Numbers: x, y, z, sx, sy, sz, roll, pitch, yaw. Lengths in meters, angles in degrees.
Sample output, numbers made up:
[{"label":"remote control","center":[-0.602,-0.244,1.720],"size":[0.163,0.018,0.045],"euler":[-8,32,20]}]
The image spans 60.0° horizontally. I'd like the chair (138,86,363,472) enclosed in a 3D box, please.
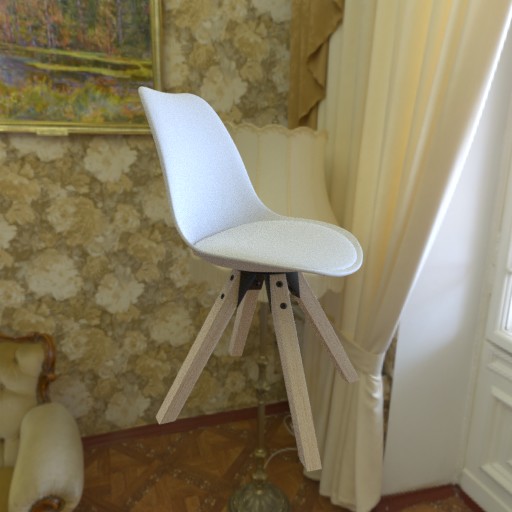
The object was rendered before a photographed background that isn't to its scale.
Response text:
[{"label":"chair","center":[0.000,0.000,1.180],"size":[0.550,0.850,0.485],"euler":[7,17,24]}]
